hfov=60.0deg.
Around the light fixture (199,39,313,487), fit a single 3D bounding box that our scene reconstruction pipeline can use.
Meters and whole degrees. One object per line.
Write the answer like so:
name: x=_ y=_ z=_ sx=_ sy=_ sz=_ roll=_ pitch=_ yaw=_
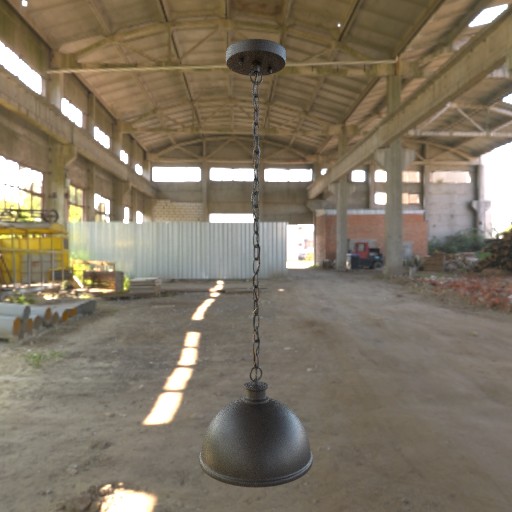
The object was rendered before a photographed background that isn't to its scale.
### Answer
light fixture: x=0.000 y=0.000 z=1.193 sx=0.304 sy=1.090 sz=0.304 roll=0 pitch=0 yaw=-36
